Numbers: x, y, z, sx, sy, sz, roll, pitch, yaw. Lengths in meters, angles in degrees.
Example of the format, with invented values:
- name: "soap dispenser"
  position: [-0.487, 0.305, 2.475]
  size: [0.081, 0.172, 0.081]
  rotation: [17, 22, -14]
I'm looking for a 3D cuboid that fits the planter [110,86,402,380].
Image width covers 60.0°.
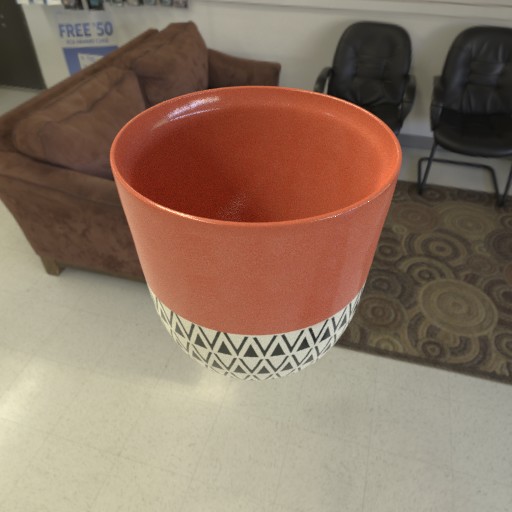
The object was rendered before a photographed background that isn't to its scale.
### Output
- name: "planter"
  position: [0.000, 0.000, 0.374]
  size: [0.195, 0.214, 0.195]
  rotation: [0, 41, 0]
